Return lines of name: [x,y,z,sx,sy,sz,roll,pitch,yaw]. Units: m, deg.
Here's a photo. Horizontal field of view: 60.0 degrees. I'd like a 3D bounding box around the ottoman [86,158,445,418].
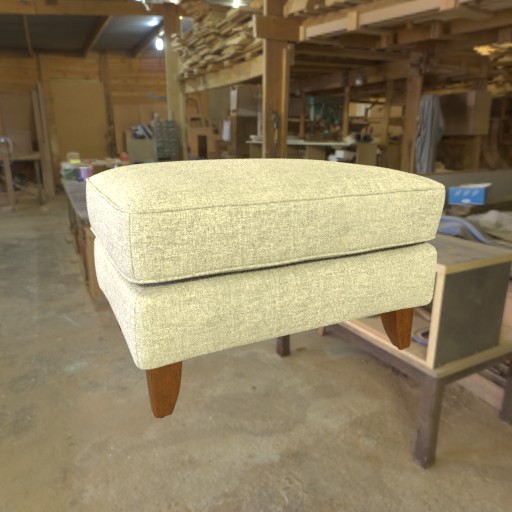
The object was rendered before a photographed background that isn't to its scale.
ottoman: [0.000,0.000,1.341,0.889,0.561,0.661,-8,18,-25]
